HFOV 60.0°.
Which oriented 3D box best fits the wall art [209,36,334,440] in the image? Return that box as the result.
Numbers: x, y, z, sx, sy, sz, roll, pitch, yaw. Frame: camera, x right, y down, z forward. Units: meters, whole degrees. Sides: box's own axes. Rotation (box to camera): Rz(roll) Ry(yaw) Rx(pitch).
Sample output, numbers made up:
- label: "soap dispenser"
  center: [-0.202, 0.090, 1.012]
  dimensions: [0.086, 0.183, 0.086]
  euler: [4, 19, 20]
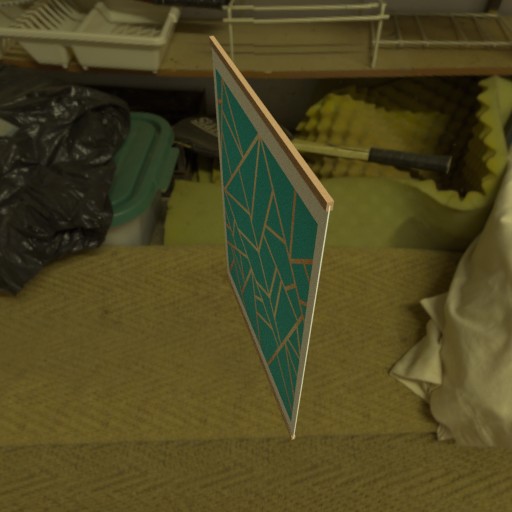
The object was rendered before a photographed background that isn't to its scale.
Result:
- label: "wall art"
  center: [0.000, 0.000, 1.352]
  dimensions: [0.013, 1.016, 0.758]
  euler: [-14, 48, -13]
